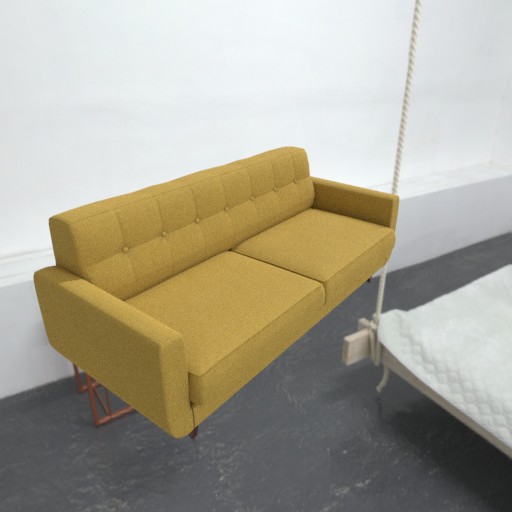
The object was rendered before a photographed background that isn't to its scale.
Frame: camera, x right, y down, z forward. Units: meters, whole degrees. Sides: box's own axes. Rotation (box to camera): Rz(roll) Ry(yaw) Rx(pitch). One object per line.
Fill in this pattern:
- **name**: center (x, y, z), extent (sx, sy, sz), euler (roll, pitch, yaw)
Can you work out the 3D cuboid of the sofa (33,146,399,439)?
- **sofa**: center (0.000, 0.000, 2.462), extent (0.909, 0.841, 2.029), euler (19, 32, 34)
